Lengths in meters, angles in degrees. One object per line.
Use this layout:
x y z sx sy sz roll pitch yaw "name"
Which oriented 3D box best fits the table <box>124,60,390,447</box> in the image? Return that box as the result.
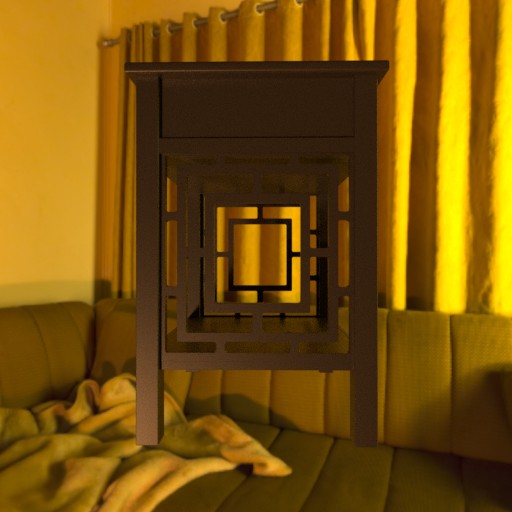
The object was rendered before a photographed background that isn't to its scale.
0.000 0.000 1.015 0.451 0.646 0.564 0 0 1 "table"
